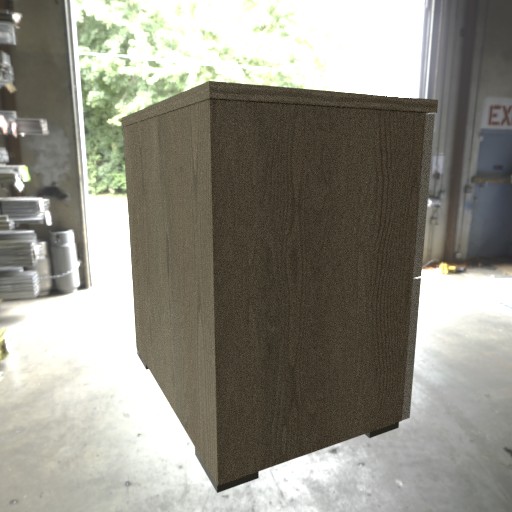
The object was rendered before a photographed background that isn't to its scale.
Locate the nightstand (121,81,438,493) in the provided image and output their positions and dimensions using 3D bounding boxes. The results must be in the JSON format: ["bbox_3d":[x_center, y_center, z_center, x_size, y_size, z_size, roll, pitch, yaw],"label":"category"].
[{"bbox_3d":[0.000,0.000,0.737,0.325,0.461,0.442,-6,14,-26],"label":"nightstand"}]
